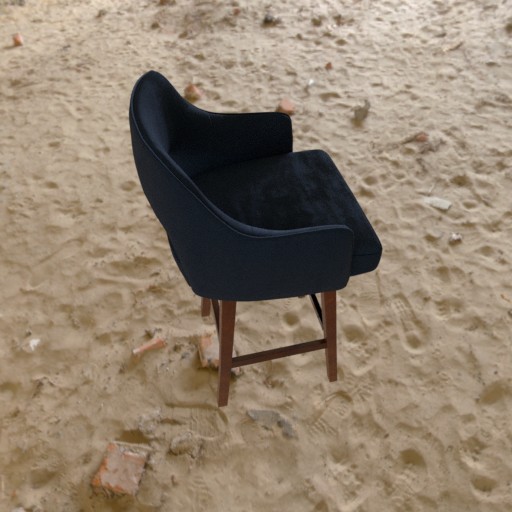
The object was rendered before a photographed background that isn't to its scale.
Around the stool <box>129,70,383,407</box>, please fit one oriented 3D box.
[{"bbox_3d":[0.000,0.000,1.343,0.560,1.041,0.550,-10,48,-9],"label":"stool"}]
